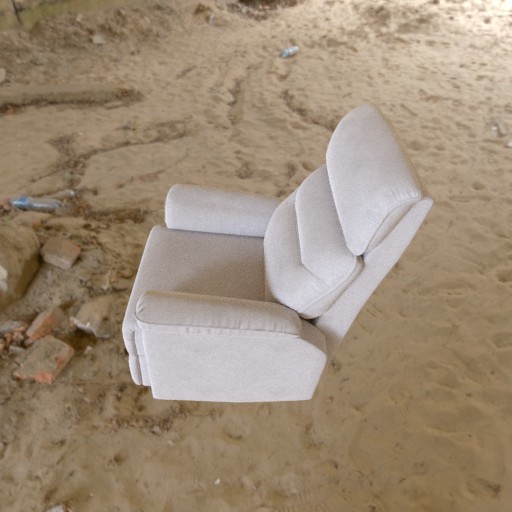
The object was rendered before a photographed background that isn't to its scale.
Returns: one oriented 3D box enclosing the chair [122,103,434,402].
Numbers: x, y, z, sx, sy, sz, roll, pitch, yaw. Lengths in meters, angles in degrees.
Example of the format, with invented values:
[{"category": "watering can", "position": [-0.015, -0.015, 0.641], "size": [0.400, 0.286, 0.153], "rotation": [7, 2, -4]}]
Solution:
[{"category": "chair", "position": [0.000, 0.000, 1.733], "size": [1.001, 1.039, 0.820], "rotation": [0, 41, 0]}]
